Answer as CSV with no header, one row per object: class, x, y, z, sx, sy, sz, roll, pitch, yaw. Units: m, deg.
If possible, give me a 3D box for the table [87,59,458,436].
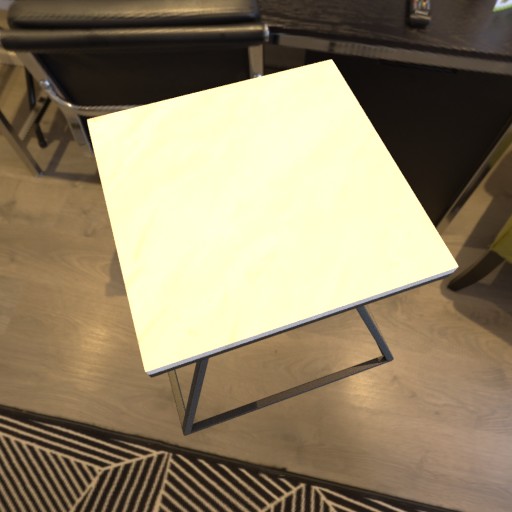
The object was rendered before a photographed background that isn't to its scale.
table,0.000,0.000,0.812,0.455,0.431,0.455,-17,64,-9
